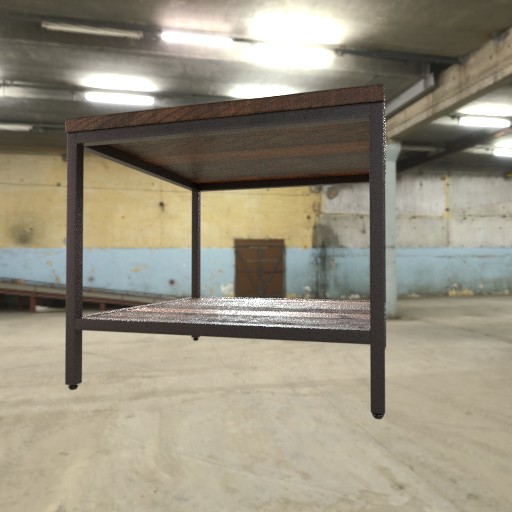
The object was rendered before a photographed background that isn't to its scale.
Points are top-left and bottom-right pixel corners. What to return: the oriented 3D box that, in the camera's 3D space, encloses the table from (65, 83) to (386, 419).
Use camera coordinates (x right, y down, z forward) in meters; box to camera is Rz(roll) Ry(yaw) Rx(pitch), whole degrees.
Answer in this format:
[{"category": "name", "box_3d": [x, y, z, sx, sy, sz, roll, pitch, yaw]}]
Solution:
[{"category": "table", "box_3d": [0.000, 0.000, 0.973, 0.548, 0.482, 0.553, 0, -1, 17]}]
